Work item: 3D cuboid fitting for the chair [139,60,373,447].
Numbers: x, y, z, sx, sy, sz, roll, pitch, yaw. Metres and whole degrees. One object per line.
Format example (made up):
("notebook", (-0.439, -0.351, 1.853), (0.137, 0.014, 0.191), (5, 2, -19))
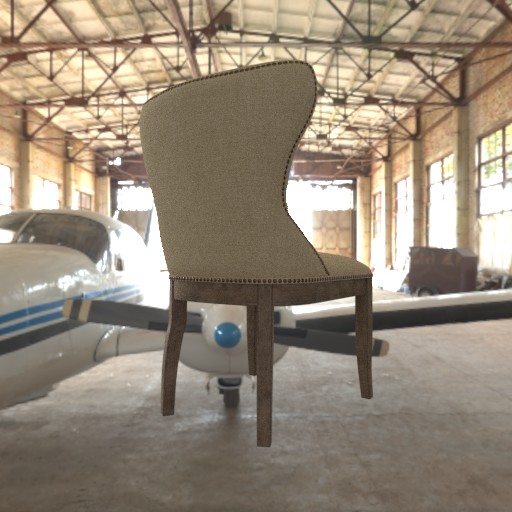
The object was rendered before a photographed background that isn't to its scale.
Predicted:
("chair", (0.000, 0.000, 1.464), (0.654, 1.002, 0.681), (0, 0, 37))
